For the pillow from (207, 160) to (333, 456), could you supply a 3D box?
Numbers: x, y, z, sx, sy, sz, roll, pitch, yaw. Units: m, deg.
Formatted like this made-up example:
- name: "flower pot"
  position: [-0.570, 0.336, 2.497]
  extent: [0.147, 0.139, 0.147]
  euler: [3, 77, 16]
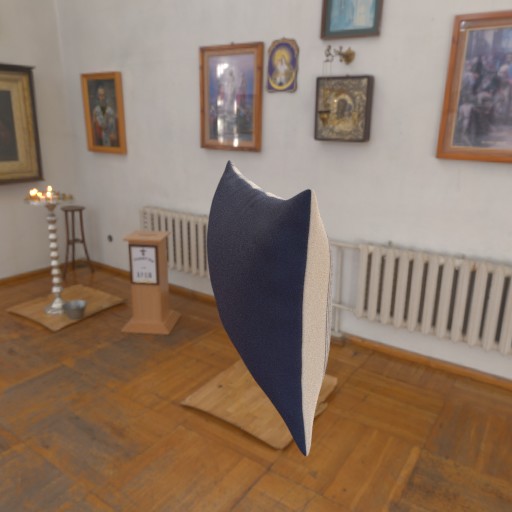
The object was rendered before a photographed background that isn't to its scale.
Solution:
- name: "pillow"
  position: [0.000, 0.000, 0.728]
  extent: [0.151, 0.287, 0.610]
  euler: [-3, 15, -10]
